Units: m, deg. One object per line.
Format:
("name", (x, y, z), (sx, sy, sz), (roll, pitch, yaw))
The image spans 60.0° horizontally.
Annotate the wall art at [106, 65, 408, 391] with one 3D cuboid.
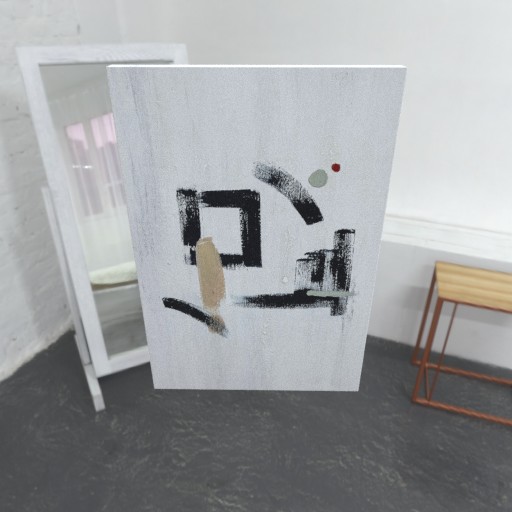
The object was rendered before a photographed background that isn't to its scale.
("wall art", (0.000, 0.000, 1.154), (0.624, 0.914, 0.043), (0, 29, 1))
